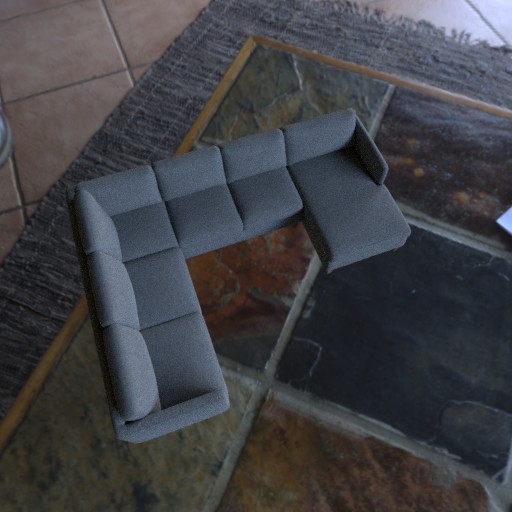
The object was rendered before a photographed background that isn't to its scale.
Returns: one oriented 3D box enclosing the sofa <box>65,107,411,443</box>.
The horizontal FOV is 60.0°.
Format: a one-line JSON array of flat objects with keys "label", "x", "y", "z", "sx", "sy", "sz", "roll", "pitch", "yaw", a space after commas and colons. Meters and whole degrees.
[{"label": "sofa", "x": 0.000, "y": 0.000, "z": 4.428, "sx": 3.238, "sy": 0.853, "sz": 2.551, "roll": -18, "pitch": 65, "yaw": -9}]
